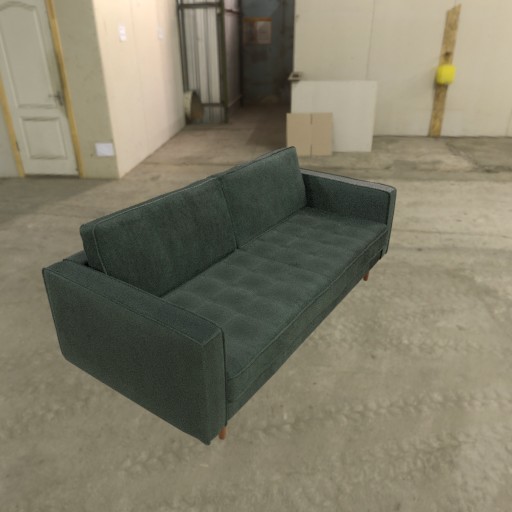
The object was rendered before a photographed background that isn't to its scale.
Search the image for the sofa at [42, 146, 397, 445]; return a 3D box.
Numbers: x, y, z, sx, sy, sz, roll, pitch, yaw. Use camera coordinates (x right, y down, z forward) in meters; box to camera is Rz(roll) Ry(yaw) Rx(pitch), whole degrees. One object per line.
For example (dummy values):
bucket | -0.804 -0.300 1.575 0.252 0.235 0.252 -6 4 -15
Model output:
sofa | 0.000 0.000 2.286 0.886 0.781 1.816 17 32 30
